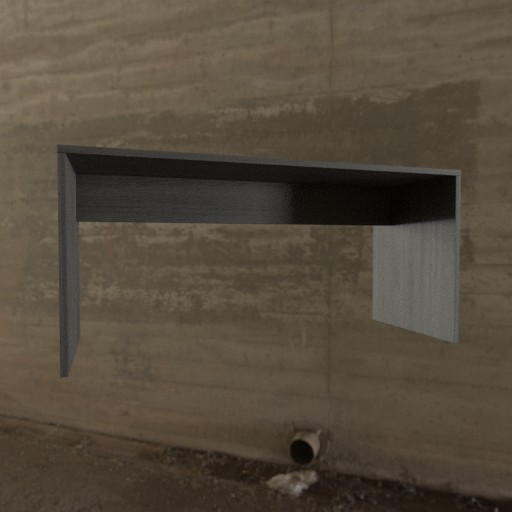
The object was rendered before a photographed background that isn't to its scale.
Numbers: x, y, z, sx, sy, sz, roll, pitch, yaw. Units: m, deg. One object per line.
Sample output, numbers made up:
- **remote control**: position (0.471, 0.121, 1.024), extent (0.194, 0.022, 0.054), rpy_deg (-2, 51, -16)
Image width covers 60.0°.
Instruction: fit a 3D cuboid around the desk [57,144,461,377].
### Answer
- **desk**: position (0.000, 0.000, 2.053), extent (1.600, 0.750, 0.802), rpy_deg (-1, 2, -18)
